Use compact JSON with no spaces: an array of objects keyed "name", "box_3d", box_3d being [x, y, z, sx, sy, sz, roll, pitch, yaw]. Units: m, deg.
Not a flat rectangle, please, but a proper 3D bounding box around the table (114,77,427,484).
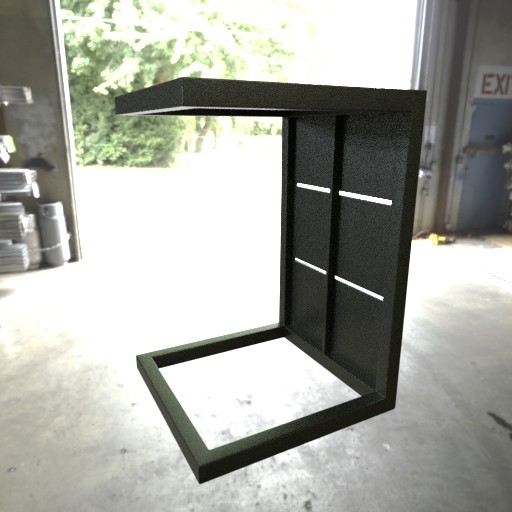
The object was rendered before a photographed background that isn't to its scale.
[{"name":"table","box_3d":[0.000,0.000,0.885,0.420,0.609,0.405,-8,18,-27]}]
